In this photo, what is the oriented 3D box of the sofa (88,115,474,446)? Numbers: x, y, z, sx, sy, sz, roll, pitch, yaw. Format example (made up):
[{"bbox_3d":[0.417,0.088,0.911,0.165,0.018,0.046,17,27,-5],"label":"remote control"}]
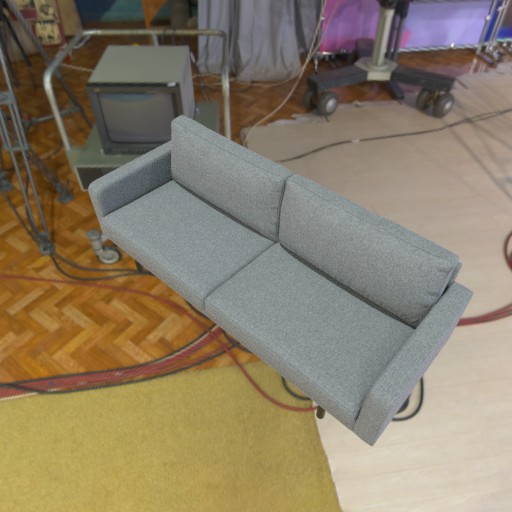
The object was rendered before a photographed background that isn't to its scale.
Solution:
[{"bbox_3d":[0.000,0.000,2.645,2.200,0.880,0.880,33,55,28],"label":"sofa"}]
